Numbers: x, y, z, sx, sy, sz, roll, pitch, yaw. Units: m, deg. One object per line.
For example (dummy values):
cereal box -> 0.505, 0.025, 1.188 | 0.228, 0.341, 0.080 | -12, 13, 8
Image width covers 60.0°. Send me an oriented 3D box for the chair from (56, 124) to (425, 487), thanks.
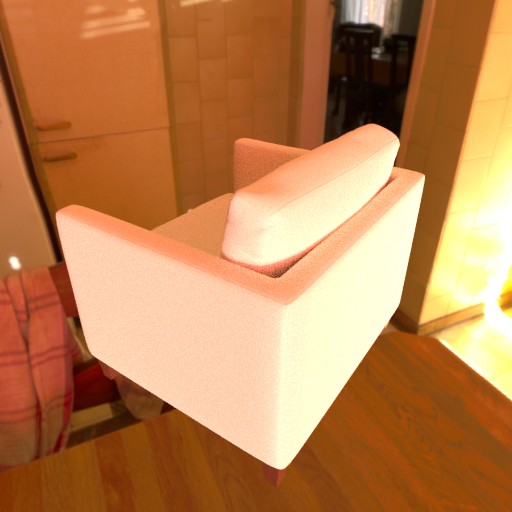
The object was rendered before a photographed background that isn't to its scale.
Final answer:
chair -> 0.000, 0.000, 1.625 | 0.878, 0.885, 1.019 | 20, 36, 29
